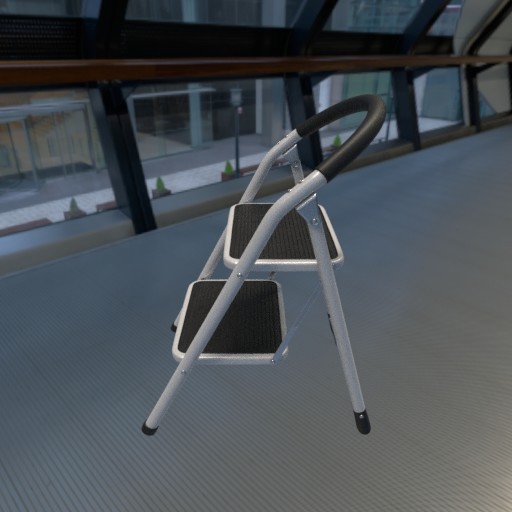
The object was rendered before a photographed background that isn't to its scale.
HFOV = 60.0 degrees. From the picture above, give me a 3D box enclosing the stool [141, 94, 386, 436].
[{"bbox_3d":[0.000,0.000,1.108,0.559,0.760,0.453,0,26,0],"label":"stool"}]
